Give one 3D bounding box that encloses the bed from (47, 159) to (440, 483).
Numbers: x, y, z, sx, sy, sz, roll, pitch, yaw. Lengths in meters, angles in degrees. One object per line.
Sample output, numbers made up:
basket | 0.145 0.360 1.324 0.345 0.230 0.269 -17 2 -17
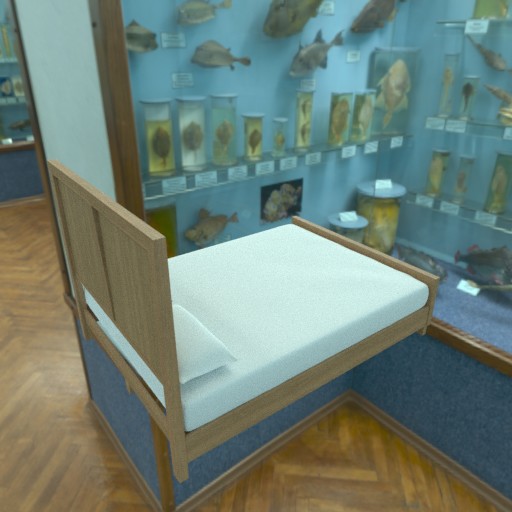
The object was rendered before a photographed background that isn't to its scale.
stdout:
bed | 0.000 0.000 3.180 2.184 1.387 1.606 -18 31 -33
